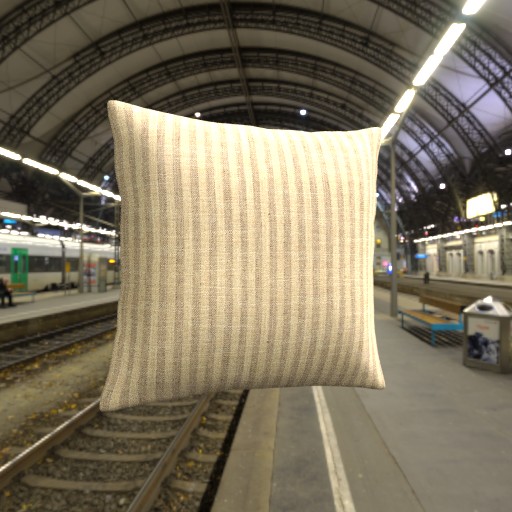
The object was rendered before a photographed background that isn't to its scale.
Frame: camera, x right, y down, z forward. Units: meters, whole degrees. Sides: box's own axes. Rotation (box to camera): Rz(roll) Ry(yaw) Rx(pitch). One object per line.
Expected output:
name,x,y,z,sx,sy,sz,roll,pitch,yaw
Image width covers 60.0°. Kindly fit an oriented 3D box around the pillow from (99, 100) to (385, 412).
pillow,0.000,0.000,0.792,0.523,0.510,0.166,0,-1,-17
